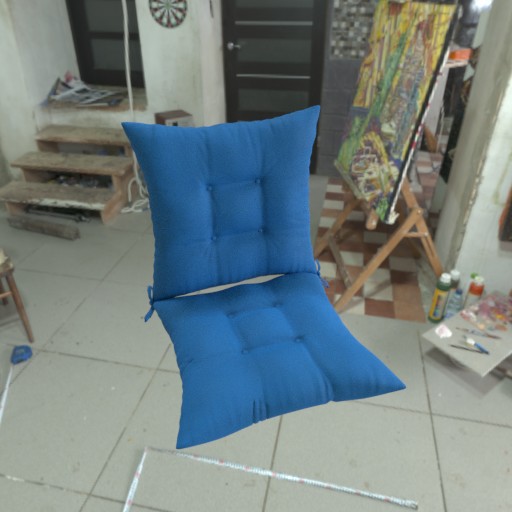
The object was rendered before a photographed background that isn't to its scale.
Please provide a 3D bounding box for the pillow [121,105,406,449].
[{"bbox_3d":[0.000,0.000,1.025,0.541,0.536,0.585,-9,33,-15],"label":"pillow"}]
